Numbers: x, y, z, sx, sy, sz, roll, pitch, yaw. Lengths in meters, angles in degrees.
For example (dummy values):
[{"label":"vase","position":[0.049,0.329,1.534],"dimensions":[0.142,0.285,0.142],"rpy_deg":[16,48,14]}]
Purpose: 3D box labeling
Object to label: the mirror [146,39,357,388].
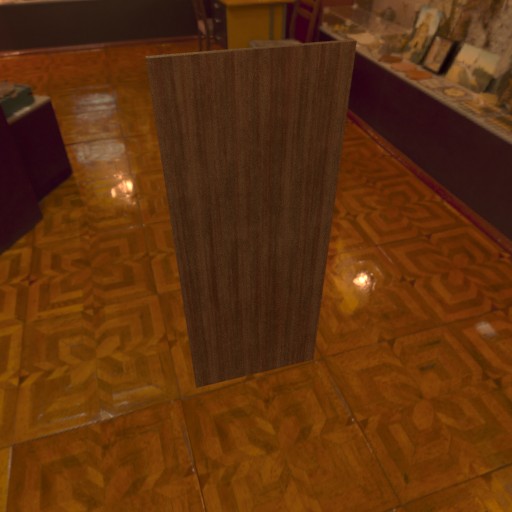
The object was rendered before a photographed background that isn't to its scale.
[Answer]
[{"label":"mirror","position":[0.000,0.000,2.312],"dimensions":[0.812,2.032,0.025],"rpy_deg":[-10,41,-12]}]
